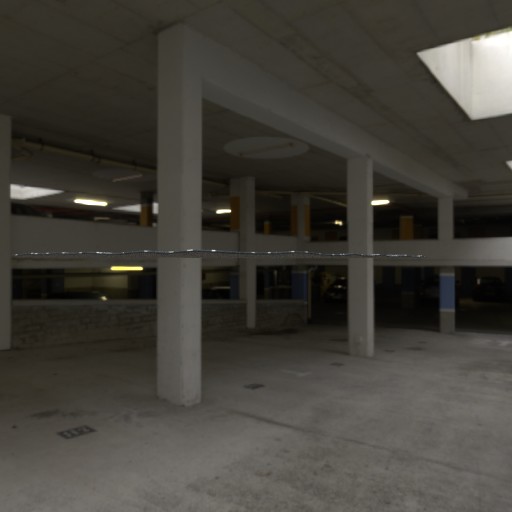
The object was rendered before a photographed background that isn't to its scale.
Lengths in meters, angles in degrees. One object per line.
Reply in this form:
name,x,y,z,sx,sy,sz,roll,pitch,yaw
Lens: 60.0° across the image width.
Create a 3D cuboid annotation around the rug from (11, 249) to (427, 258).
rug,0.000,0.000,2.952,1.529,0.017,2.448,0,-1,37
